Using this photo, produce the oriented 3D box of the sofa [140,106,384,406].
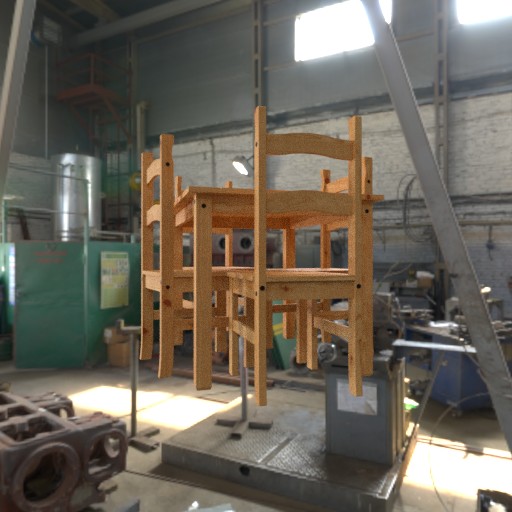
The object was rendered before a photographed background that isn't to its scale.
[{"bbox_3d":[0.000,0.000,2.262,1.144,1.000,1.529,0,0,-16],"label":"sofa"}]
